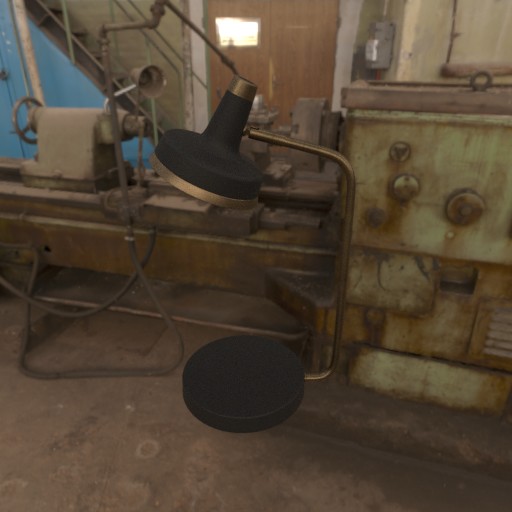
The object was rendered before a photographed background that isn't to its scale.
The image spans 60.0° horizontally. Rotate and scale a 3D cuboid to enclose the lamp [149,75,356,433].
[{"bbox_3d":[0.000,0.000,0.507,0.218,0.385,0.162,0,26,-1],"label":"lamp"}]
